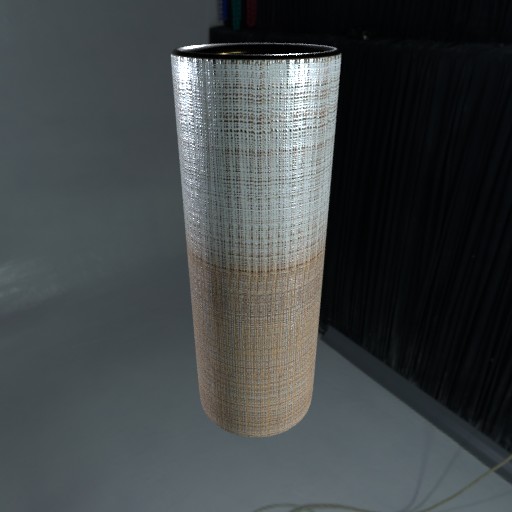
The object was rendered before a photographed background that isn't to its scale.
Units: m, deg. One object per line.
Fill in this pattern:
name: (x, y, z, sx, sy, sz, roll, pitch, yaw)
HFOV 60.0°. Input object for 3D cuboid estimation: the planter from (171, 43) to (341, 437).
planter: (0.000, 0.000, 0.326, 0.099, 0.278, 0.099, -22, 35, -34)
